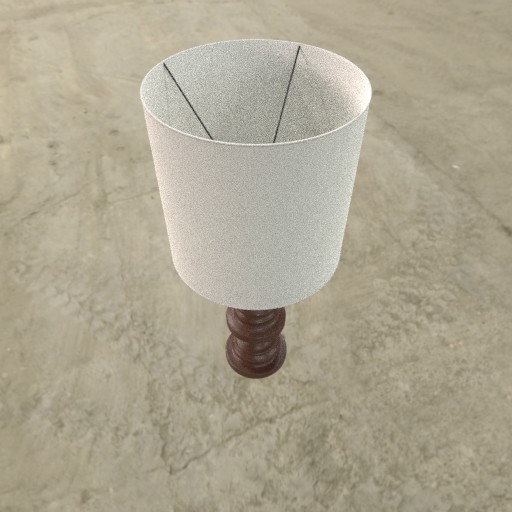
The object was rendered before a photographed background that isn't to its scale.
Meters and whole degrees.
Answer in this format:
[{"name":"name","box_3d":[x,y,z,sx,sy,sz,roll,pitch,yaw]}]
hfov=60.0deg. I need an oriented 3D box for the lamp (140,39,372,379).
[{"name":"lamp","box_3d":[0.000,0.000,0.568,0.208,0.455,0.208,5,46,5]}]
